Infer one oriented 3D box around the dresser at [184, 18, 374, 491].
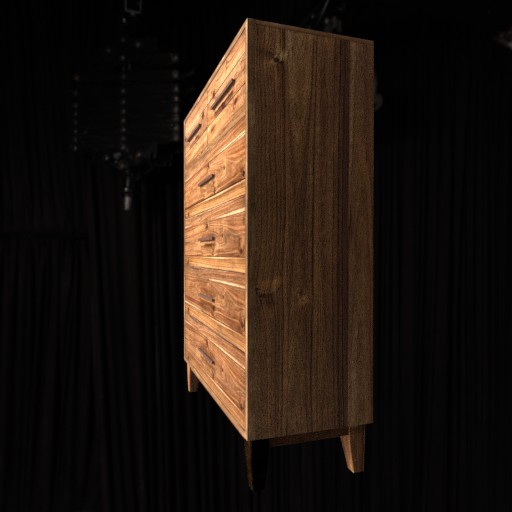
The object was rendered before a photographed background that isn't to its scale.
[{"bbox_3d":[0.000,0.000,1.864,0.442,1.393,1.062,0,0,-19],"label":"dresser"}]
